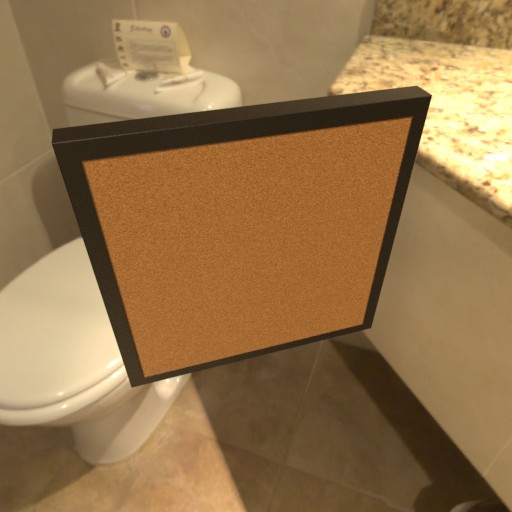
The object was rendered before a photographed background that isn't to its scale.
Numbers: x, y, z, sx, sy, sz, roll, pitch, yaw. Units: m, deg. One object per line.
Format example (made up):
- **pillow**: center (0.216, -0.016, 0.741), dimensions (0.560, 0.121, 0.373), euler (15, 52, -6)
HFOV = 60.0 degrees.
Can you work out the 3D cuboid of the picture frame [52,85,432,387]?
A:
- **picture frame**: center (0.000, 0.000, 0.524), dimensions (0.355, 0.353, 0.029), euler (-11, 42, -13)
